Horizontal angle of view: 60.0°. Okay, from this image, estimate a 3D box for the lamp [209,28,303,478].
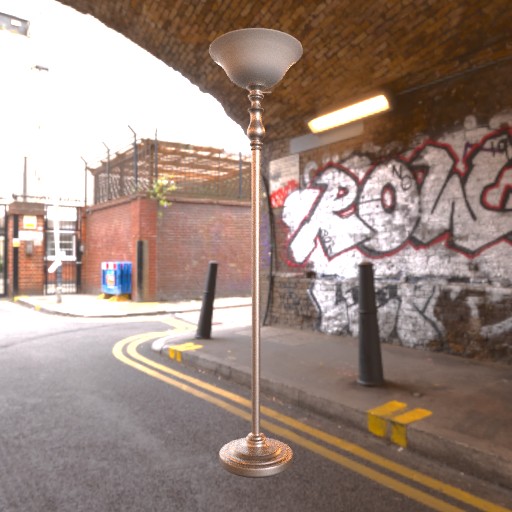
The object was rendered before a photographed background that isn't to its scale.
[{"bbox_3d":[0.000,0.000,1.916,0.405,1.771,0.405,0,-1,1],"label":"lamp"}]
